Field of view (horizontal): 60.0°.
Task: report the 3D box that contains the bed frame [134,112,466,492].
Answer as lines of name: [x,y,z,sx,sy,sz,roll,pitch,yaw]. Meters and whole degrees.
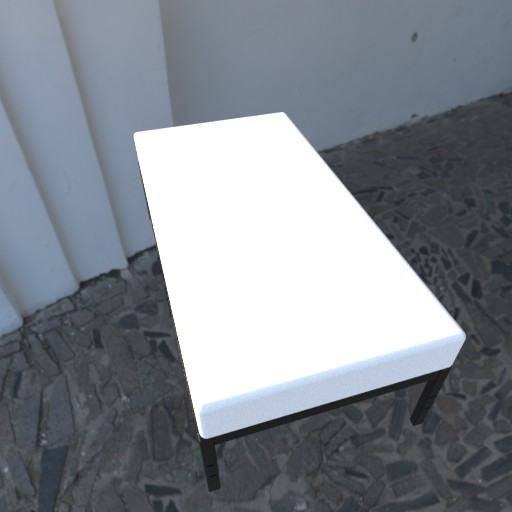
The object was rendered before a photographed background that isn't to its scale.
bed frame: [0.000,0.000,2.390,1.023,0.659,1.950,-12,44,-13]
